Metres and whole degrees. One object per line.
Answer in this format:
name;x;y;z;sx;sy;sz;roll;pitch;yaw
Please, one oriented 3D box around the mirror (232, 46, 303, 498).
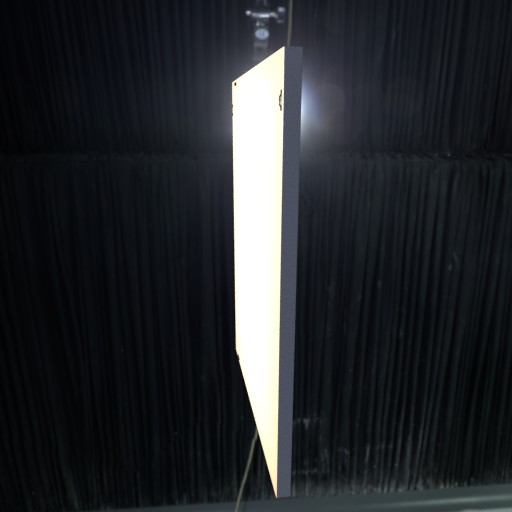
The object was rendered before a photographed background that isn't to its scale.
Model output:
mirror;0.000;0.000;1.306;0.040;1.016;0.762;-3;17;-10
